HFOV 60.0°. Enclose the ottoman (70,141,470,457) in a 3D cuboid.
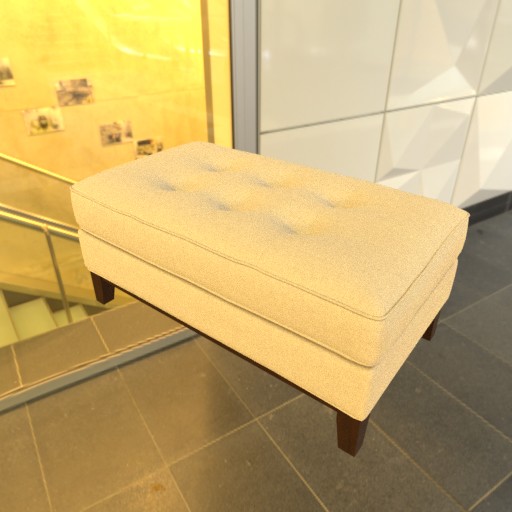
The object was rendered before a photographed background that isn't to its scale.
[{"bbox_3d":[0.000,0.000,1.483,1.143,0.508,0.648,22,37,32],"label":"ottoman"}]
